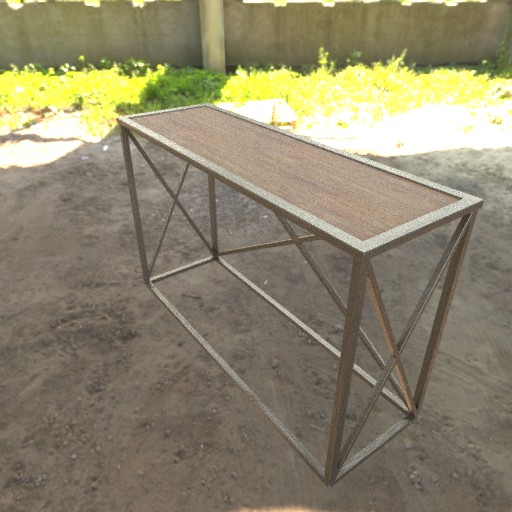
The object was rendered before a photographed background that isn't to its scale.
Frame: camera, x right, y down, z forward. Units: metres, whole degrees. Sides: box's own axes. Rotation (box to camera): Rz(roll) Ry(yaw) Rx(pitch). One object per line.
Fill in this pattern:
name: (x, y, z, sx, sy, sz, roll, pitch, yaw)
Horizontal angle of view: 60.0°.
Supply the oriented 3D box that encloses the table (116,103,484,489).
table: (0.000, 0.000, 1.523, 0.402, 0.753, 1.216, -21, 37, -30)
